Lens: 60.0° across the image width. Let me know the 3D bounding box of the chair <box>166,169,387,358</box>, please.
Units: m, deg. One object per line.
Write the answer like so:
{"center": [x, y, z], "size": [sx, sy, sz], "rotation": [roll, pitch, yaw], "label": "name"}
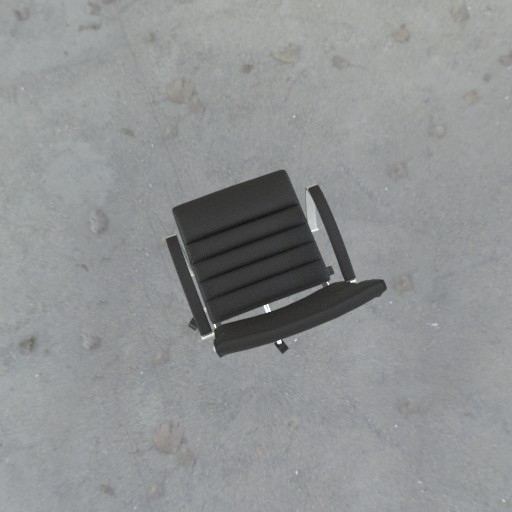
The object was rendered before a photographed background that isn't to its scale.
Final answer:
{"center": [0.000, 0.000, 1.668], "size": [0.766, 1.149, 0.739], "rotation": [-20, 77, -5], "label": "chair"}
